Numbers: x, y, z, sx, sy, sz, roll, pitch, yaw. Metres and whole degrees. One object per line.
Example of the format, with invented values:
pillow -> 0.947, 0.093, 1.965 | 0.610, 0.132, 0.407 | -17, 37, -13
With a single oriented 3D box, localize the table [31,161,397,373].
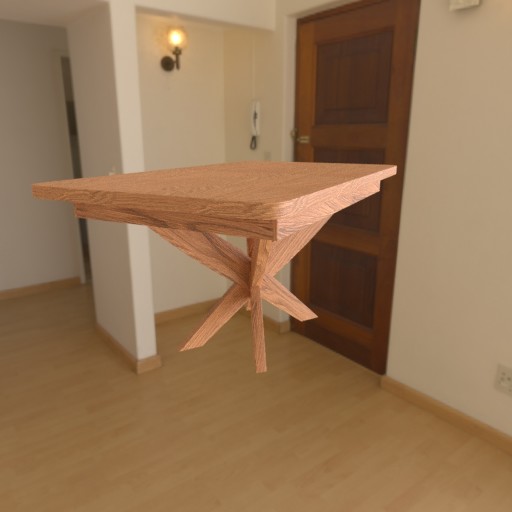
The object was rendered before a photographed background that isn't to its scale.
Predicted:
table -> 0.000, 0.000, 2.074 | 0.950, 0.770, 1.600 | 8, 17, 26
